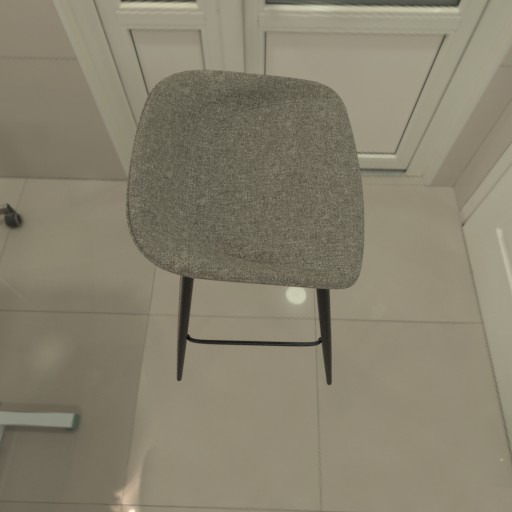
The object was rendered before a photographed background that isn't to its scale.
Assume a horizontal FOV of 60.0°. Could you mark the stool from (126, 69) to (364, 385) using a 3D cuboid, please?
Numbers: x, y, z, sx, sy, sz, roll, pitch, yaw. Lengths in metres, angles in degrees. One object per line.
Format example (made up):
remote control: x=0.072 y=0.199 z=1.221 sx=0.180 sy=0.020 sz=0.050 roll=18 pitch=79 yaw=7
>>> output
stool: x=0.000 y=0.000 z=1.111 sx=0.480 sy=0.814 sz=0.469 roll=1 pitch=63 yaw=1
